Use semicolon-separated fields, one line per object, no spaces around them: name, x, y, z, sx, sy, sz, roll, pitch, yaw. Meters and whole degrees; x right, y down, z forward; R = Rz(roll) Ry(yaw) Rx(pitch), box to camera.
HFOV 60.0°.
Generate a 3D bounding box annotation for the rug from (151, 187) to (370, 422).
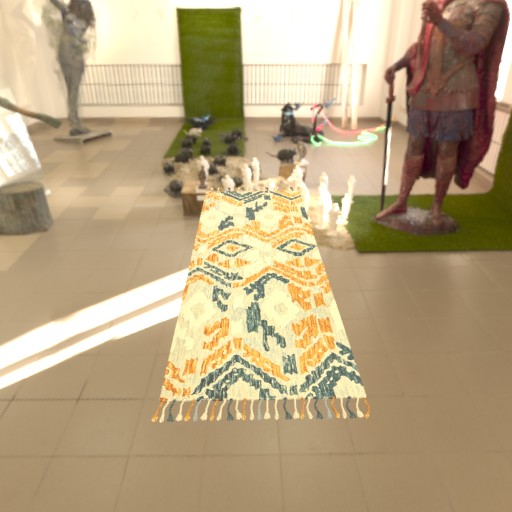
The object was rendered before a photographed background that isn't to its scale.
rug;0.000;0.000;2.610;0.783;0.010;2.437;-1;28;-1
